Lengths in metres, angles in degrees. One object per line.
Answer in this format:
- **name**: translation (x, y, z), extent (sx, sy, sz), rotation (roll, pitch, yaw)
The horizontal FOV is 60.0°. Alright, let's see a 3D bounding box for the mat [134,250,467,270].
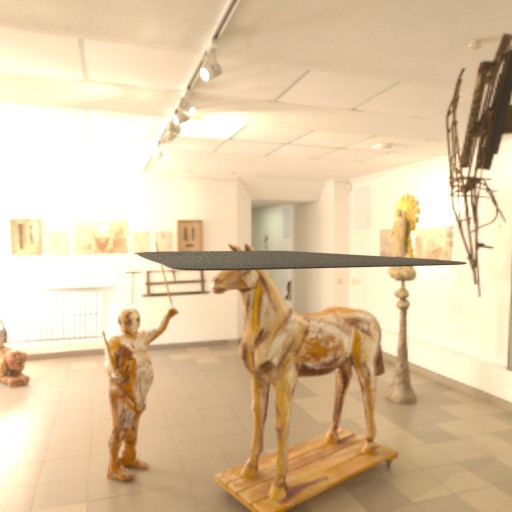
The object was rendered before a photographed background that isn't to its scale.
- **mat**: translation (0.000, 0.000, 1.868), extent (0.918, 0.013, 1.524), rotation (-1, 2, -19)
